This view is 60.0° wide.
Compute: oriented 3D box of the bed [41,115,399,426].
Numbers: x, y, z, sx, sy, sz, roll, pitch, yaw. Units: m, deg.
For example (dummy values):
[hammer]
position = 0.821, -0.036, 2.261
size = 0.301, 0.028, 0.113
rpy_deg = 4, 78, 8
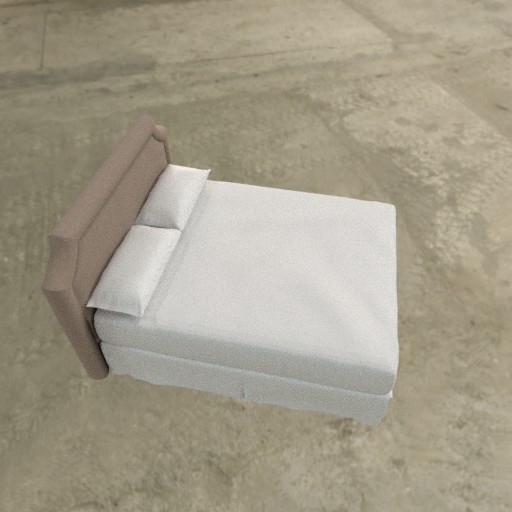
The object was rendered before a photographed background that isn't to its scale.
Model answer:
[bed]
position = 0.000, 0.000, 3.291
size = 2.164, 1.303, 1.828
rpy_deg = 9, 48, 8
